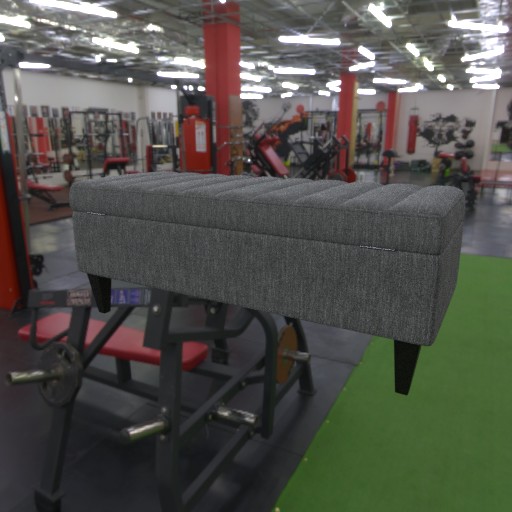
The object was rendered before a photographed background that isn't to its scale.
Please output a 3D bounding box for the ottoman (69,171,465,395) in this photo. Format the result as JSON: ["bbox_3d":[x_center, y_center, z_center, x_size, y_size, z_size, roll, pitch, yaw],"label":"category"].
[{"bbox_3d":[0.000,0.000,1.413,1.151,0.469,0.482,9,18,28],"label":"ottoman"}]
